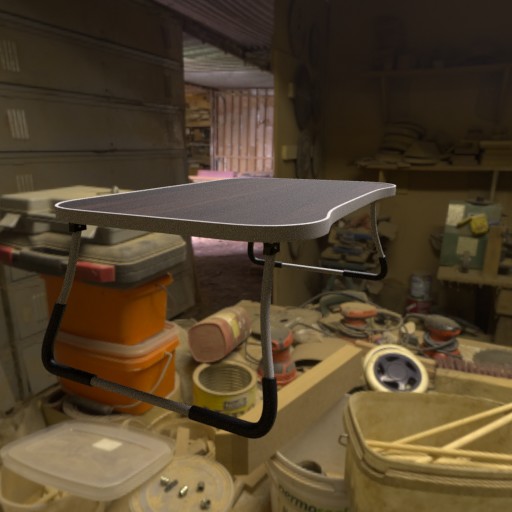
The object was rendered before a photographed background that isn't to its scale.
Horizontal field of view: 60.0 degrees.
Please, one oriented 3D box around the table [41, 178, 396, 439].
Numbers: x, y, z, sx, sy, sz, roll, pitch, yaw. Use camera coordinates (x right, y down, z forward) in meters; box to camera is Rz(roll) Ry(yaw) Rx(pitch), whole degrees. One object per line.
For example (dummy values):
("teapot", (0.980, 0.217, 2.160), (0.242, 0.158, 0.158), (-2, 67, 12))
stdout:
("table", (0.000, 0.000, 0.808), (0.400, 0.232, 0.660), (7, 16, 26))
